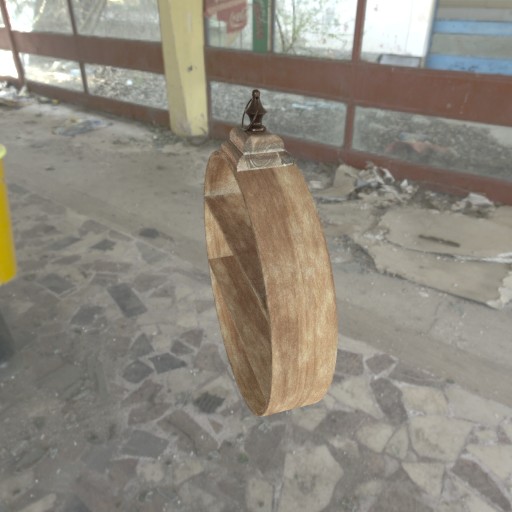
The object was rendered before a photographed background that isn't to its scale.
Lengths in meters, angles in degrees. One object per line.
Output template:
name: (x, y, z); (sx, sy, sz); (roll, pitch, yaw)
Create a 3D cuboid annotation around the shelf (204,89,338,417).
shelf: (0.000, 0.000, 1.014); (0.125, 0.725, 0.601); (-9, 32, -15)
